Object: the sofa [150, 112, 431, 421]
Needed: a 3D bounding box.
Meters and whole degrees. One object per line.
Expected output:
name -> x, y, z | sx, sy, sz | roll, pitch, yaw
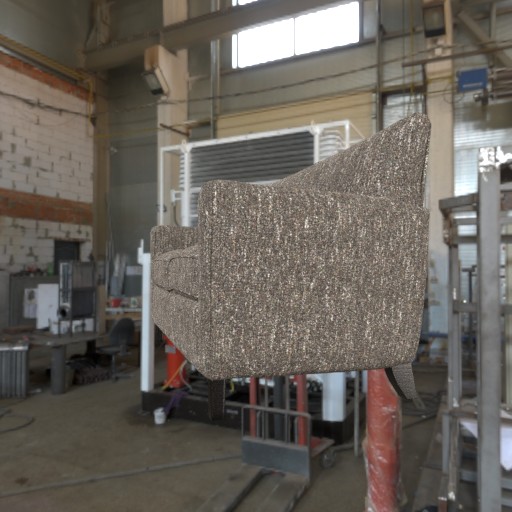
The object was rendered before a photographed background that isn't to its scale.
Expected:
sofa -> 0.000, 0.000, 1.998 | 0.801, 0.946, 1.519 | 1, -2, -19
